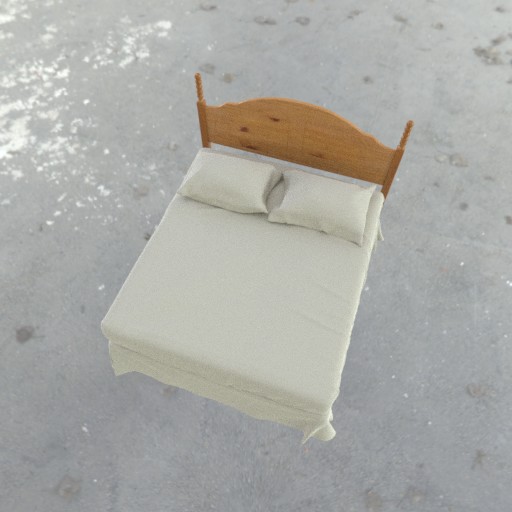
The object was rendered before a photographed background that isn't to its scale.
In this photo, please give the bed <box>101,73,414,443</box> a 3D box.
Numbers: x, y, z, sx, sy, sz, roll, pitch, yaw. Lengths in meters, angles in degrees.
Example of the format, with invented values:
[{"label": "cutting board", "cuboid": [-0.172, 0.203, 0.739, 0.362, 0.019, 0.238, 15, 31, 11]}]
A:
[{"label": "bed", "cuboid": [0.000, 0.000, 3.274, 1.873, 1.356, 2.040, 16, 60, 10]}]
